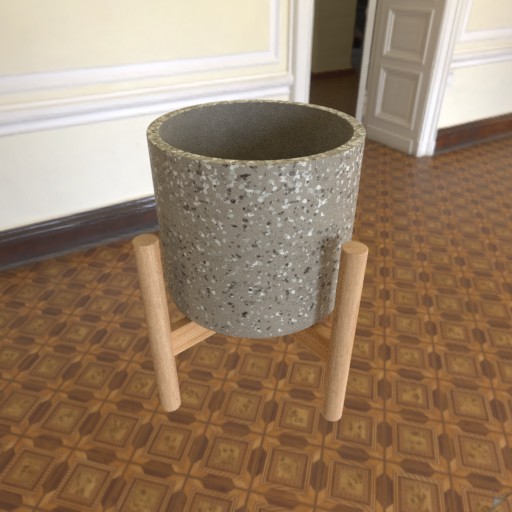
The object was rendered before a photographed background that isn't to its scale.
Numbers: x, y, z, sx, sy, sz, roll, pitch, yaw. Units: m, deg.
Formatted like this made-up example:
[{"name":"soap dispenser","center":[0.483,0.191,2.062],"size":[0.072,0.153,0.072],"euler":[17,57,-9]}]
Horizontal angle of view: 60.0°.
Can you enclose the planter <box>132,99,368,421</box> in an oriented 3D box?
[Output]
[{"name":"planter","center":[0.000,0.000,0.544],"size":[0.284,0.320,0.284],"euler":[-10,34,-15]}]
